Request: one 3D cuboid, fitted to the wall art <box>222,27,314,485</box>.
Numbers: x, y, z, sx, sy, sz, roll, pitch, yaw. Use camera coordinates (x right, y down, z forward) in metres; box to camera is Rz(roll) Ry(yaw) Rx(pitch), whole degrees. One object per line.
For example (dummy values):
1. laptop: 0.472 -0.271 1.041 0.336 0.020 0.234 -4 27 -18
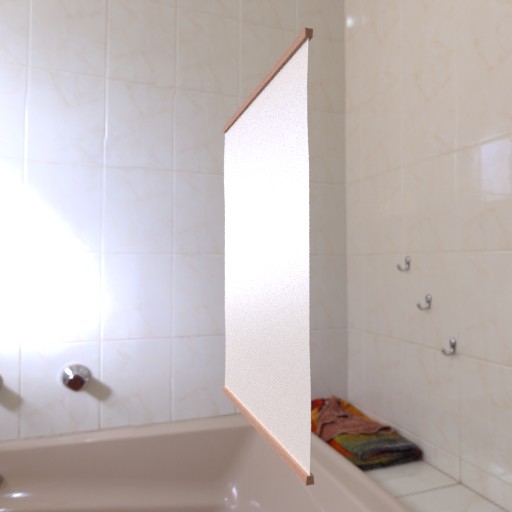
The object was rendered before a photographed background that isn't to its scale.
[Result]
1. wall art: 0.000 0.000 1.336 0.020 1.013 0.758 0 -1 -18
